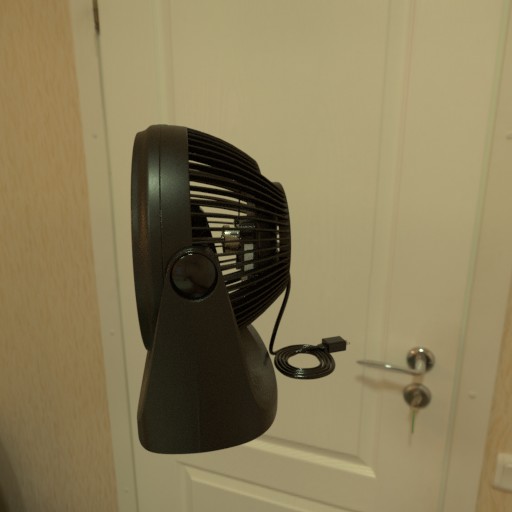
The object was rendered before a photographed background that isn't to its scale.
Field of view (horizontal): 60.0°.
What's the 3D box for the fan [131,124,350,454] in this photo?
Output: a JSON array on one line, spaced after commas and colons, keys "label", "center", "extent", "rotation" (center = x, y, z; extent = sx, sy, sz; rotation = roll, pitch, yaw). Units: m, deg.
[{"label": "fan", "center": [0.000, 0.000, 0.488], "extent": [0.256, 0.277, 0.273], "rotation": [-2, 15, -8]}]
